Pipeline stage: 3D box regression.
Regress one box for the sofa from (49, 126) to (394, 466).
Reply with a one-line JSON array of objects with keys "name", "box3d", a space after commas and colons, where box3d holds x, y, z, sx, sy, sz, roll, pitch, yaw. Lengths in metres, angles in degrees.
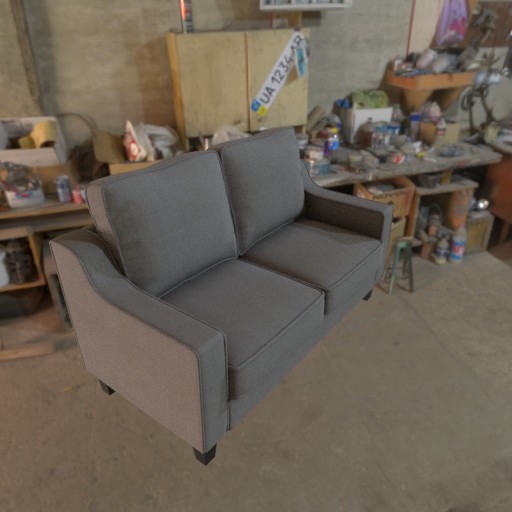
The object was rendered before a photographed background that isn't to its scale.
[{"name": "sofa", "box3d": [0.000, 0.000, 2.065, 0.791, 0.948, 1.500, 20, 34, 32]}]
